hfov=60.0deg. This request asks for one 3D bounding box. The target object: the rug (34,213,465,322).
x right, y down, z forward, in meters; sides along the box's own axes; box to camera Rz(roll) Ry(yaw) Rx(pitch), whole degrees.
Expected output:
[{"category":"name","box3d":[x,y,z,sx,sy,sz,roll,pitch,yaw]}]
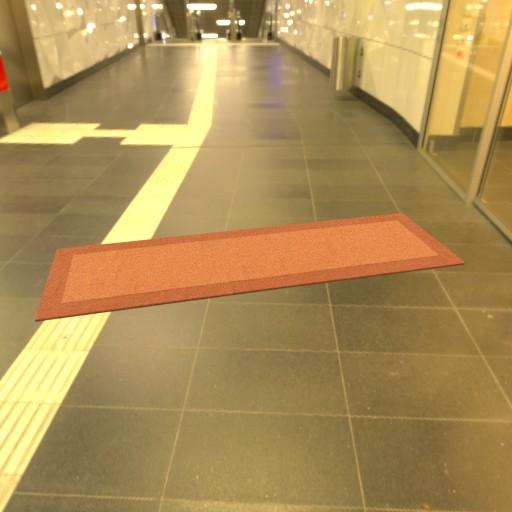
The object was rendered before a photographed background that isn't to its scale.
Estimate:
[{"category":"rug","box3d":[0.000,0.000,2.745,2.471,0.013,0.914,-9,31,-15]}]
